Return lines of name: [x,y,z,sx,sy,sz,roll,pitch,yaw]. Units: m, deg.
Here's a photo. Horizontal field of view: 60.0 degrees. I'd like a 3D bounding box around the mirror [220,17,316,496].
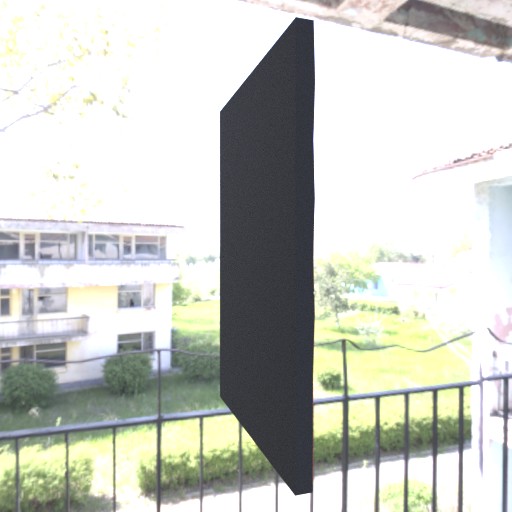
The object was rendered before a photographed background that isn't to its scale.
mirror: [0.000,0.000,1.138,0.044,0.912,0.606,0,1,-18]
